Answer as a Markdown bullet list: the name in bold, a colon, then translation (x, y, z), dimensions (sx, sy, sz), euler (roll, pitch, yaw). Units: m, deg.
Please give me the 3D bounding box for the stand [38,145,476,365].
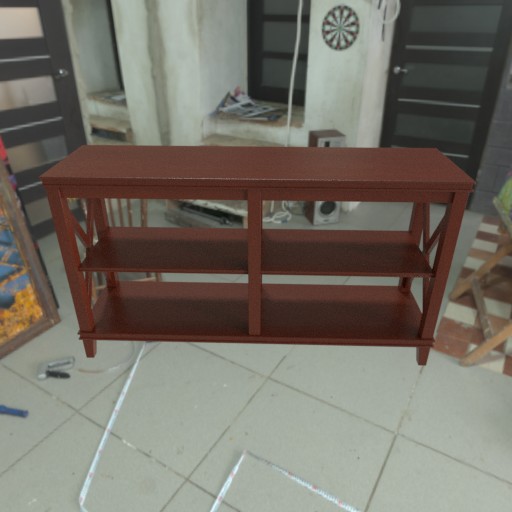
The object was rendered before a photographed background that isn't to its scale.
- **stand**: translation (0.000, 0.000, 1.738), dimensions (1.372, 0.762, 0.381), euler (1, 29, 2)
